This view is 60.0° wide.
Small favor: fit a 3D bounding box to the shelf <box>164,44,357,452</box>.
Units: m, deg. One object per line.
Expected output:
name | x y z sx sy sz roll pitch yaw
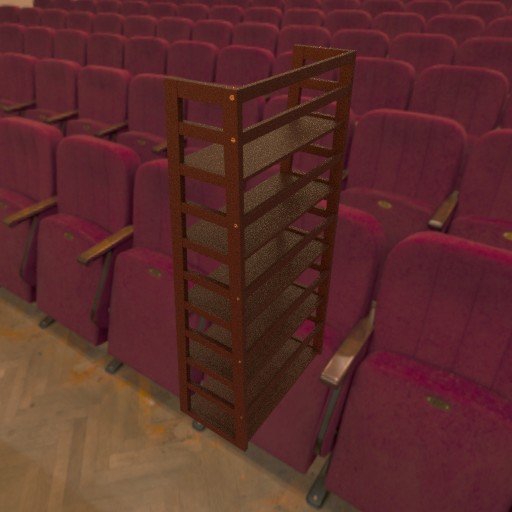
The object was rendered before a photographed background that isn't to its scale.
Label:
shelf | 0.000 0.000 1.951 0.403 1.600 0.763 21 39 28
